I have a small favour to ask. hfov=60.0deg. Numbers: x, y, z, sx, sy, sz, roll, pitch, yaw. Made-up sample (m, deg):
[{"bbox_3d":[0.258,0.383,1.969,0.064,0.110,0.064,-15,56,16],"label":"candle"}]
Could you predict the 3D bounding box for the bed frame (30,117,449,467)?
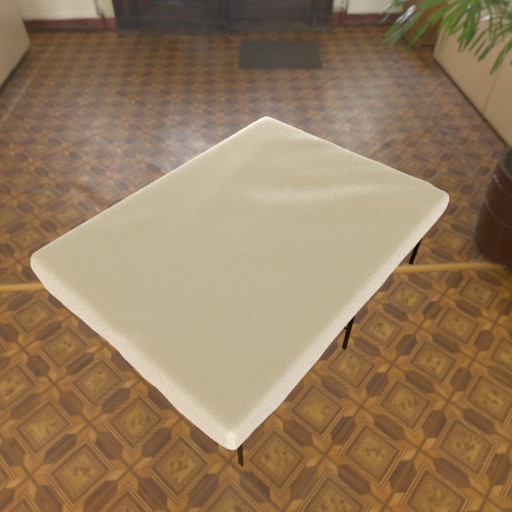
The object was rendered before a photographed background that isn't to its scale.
[{"bbox_3d":[0.000,0.000,2.866,1.584,0.667,2.151,32,54,27],"label":"bed frame"}]
